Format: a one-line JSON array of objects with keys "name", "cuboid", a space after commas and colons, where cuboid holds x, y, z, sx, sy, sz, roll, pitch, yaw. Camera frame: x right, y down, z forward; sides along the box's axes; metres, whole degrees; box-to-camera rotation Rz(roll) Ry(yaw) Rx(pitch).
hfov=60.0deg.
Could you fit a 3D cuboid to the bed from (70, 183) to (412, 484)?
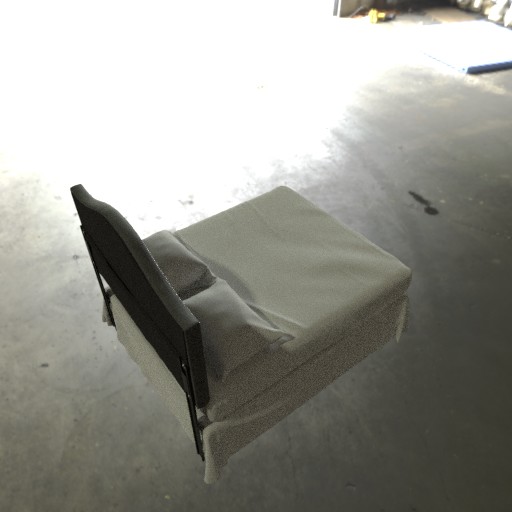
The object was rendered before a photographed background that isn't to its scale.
[{"name": "bed", "cuboid": [0.000, 0.000, 3.486, 2.221, 1.645, 1.876, -27, 48, -27]}]
